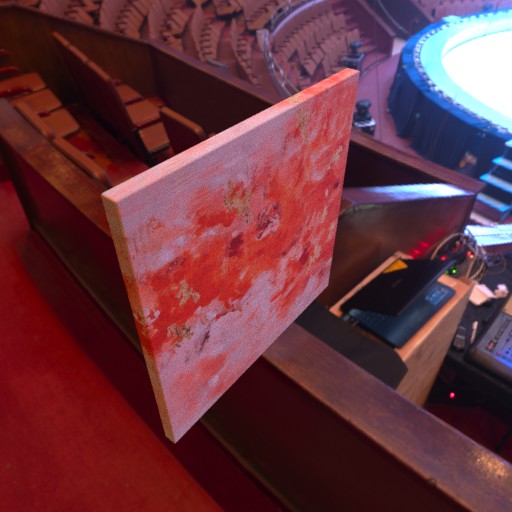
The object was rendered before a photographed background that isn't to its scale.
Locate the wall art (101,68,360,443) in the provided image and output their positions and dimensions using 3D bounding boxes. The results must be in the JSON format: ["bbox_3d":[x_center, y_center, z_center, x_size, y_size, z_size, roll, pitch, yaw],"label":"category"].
[{"bbox_3d":[0.000,0.000,1.135,0.064,0.746,0.747,28,48,28],"label":"wall art"}]
